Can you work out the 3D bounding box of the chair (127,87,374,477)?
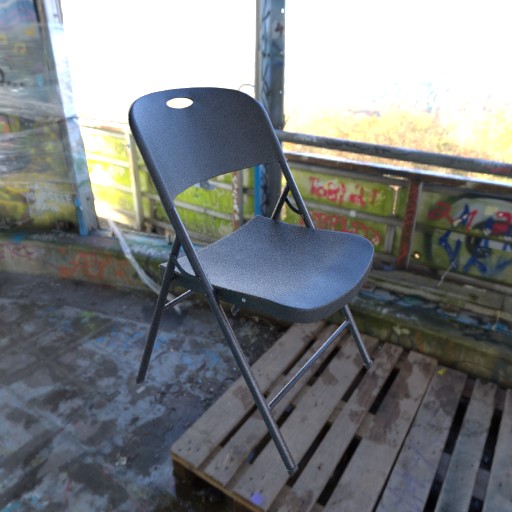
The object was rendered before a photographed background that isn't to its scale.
[{"bbox_3d":[0.000,0.000,1.188,0.567,0.810,0.494,18,31,31],"label":"chair"}]
